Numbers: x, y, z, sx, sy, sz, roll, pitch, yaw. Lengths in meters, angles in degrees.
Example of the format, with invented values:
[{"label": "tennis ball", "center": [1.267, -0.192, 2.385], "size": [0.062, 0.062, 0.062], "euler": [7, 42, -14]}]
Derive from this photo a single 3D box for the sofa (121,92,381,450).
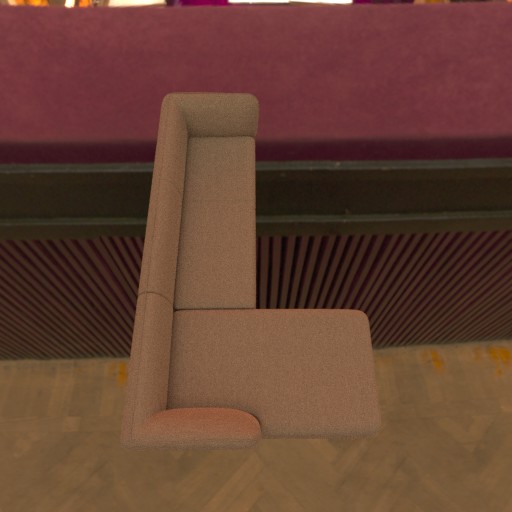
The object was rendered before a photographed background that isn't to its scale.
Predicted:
[{"label": "sofa", "center": [0.000, 0.000, 3.271], "size": [1.532, 0.693, 2.653], "euler": [0, 63, 0]}]
